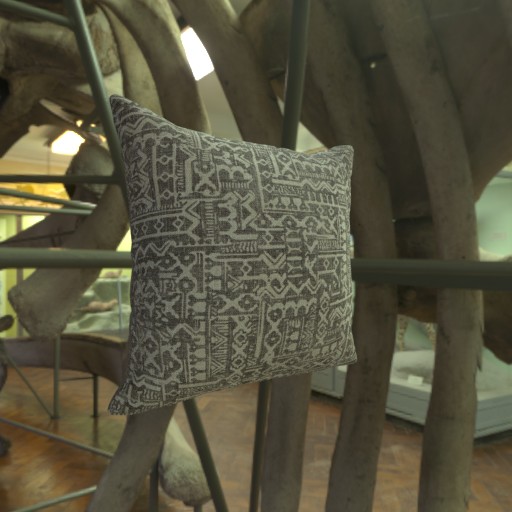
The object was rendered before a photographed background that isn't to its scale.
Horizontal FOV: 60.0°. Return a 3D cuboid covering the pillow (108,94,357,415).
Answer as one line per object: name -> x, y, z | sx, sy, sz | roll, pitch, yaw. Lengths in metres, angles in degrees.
pillow -> 0.000, 0.000, 0.820 | 0.546, 0.487, 0.180 | 0, 0, -36
